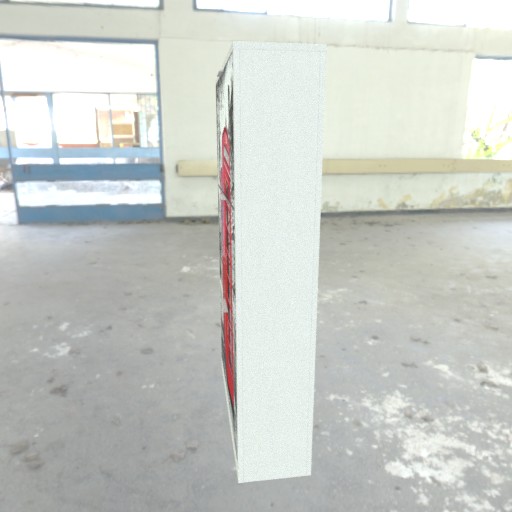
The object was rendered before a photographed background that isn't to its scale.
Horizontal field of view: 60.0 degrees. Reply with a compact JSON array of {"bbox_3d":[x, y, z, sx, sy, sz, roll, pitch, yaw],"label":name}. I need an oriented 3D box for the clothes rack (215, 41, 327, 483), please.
[{"bbox_3d":[0.000,0.000,1.611,0.250,1.280,0.750,-2,15,-8],"label":"clothes rack"}]
